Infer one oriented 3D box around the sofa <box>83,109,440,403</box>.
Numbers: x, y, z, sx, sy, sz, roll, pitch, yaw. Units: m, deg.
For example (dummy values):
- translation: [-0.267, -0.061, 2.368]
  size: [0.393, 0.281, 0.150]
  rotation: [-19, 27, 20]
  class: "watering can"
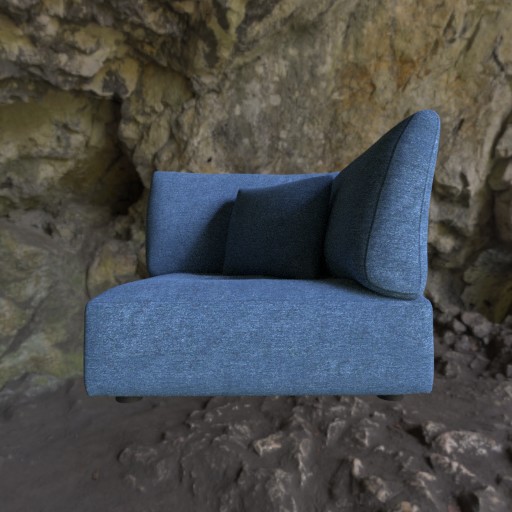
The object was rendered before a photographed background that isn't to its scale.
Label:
- translation: [0.000, 0.000, 1.683]
  size: [1.000, 0.820, 1.000]
  rotation: [0, 0, -1]
  class: "sofa"
